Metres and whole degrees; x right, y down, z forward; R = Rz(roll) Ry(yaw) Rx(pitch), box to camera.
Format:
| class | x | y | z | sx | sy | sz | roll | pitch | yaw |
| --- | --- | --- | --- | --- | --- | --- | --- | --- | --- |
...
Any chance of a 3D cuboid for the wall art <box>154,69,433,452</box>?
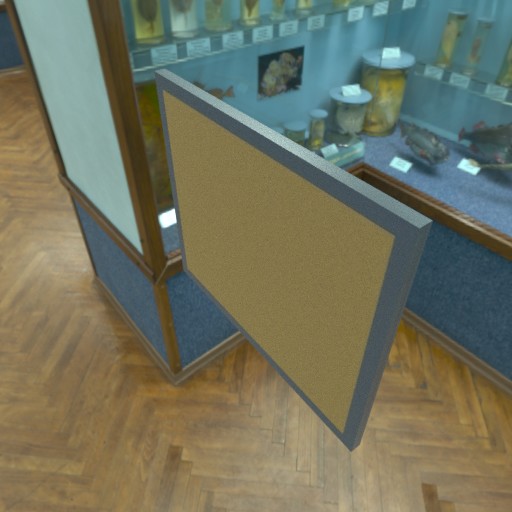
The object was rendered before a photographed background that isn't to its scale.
| class | x | y | z | sx | sy | sz | roll | pitch | yaw |
| --- | --- | --- | --- | --- | --- | --- | --- | --- | --- |
| wall art | 0.000 | 0.000 | 0.898 | 0.026 | 0.558 | 0.660 | -26 | 48 | -27 |
